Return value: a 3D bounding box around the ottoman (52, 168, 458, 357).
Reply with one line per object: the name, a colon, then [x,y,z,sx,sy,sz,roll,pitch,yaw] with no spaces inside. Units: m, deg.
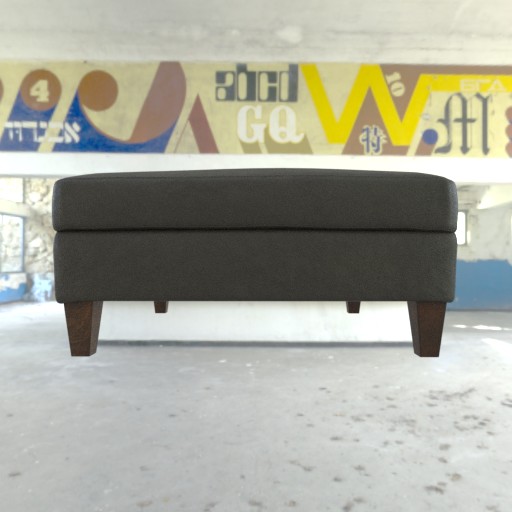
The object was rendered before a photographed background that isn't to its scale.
ottoman: [0.000,0.000,1.281,0.836,0.415,0.844,0,0,1]
